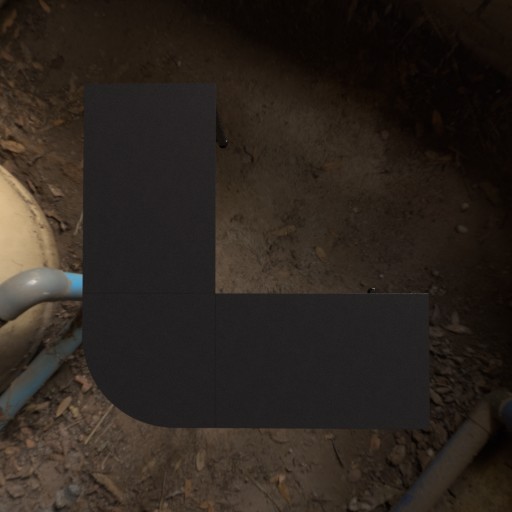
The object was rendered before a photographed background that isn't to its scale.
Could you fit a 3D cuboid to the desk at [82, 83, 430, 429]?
[{"bbox_3d":[0.000,0.000,2.174,1.400,0.762,1.400,0,89,1],"label":"desk"}]
